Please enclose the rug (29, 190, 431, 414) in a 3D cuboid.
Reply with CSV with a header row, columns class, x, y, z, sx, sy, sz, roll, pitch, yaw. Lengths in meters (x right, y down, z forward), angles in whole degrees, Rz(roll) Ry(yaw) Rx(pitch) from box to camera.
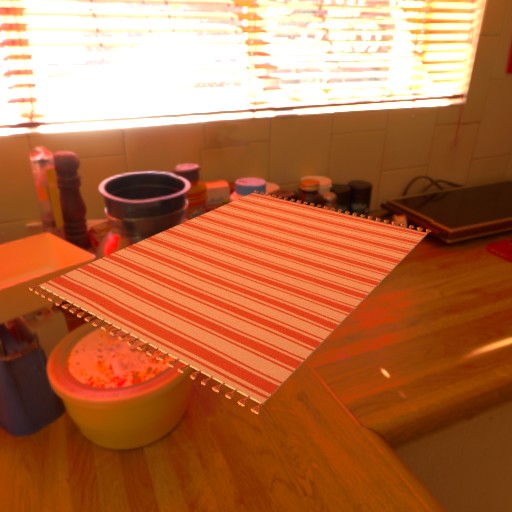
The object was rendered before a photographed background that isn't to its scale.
class,x,y,z,sx,sy,sz,roll,pitch,yaw
rug,0.000,0.000,4.430,2.451,0.035,3.369,18,31,32
